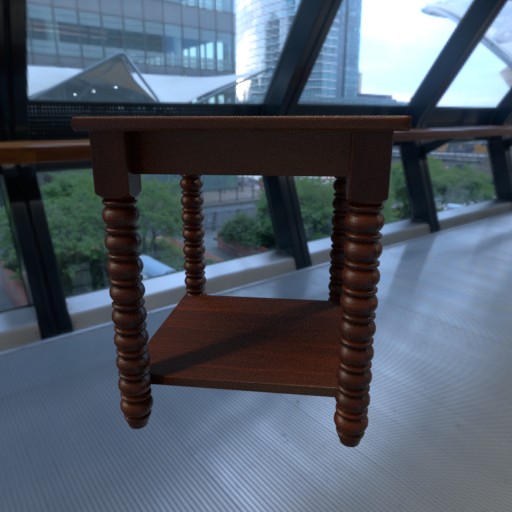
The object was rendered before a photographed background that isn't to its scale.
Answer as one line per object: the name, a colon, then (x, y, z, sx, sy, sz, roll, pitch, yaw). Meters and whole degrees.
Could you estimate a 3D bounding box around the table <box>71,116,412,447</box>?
table: (0.000, 0.000, 0.966, 0.500, 0.567, 0.533, 2, 16, 7)
